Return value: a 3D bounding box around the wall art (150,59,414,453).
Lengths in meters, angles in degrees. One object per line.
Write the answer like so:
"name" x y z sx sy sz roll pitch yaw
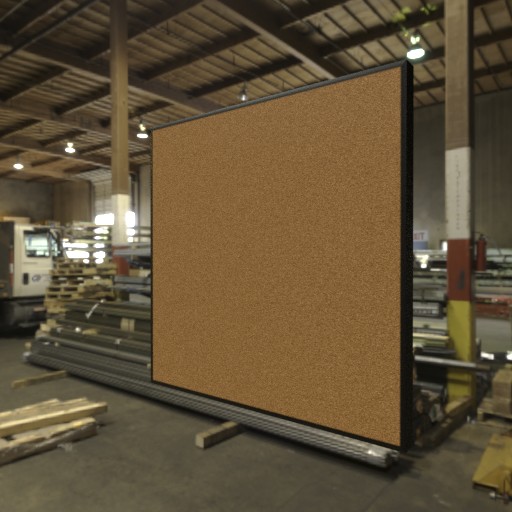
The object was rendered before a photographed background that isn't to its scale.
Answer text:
"wall art" 0.000 0.000 1.112 0.769 0.766 0.042 0 1 38
